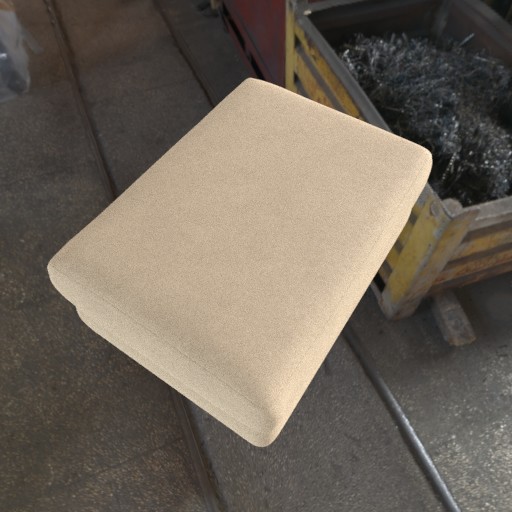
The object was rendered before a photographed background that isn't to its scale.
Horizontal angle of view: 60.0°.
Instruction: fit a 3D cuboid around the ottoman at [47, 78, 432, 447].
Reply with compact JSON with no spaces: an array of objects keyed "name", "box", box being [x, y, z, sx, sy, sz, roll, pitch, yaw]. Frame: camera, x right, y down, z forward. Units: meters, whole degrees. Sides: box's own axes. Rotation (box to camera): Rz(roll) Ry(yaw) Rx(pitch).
[{"name":"ottoman","box":[0.000,0.000,1.152,0.569,0.504,0.773,29,62,18]}]
